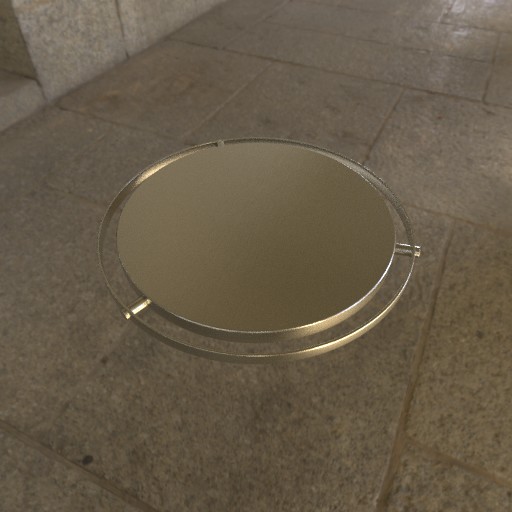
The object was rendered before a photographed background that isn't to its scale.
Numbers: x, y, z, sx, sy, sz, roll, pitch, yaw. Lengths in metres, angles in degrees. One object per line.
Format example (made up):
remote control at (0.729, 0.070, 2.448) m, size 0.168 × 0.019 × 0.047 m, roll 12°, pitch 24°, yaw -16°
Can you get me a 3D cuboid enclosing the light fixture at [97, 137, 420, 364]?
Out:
light fixture at (0.000, 0.000, 0.560) m, size 0.361 × 0.130 × 0.361 m, roll 0°, pitch 46°, yaw 0°
